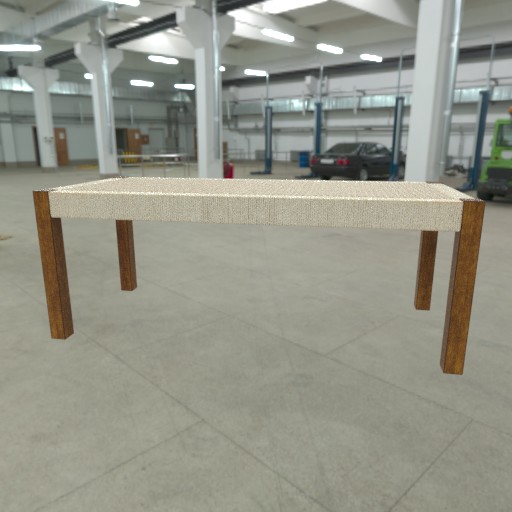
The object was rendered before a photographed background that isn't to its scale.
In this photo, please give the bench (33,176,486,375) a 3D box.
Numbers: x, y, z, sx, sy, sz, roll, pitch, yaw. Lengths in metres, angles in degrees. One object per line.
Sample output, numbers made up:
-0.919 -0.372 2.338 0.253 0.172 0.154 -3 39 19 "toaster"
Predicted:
0.000 0.000 1.451 1.198 0.457 0.507 3 15 10 "bench"
